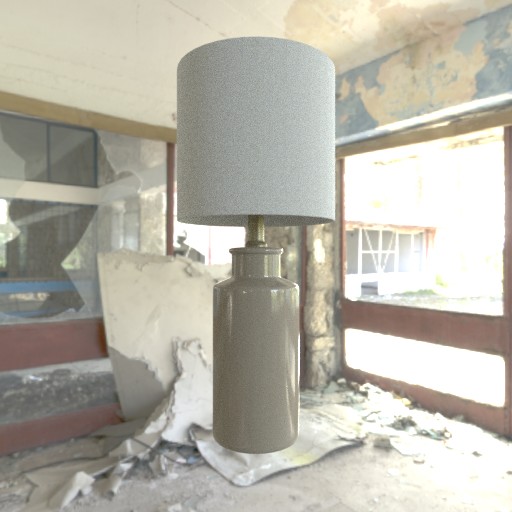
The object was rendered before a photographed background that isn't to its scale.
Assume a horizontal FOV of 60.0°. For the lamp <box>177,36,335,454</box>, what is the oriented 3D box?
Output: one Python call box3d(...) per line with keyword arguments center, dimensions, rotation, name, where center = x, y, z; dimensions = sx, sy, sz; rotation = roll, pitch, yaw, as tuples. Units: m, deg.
box3d(center=(0.000, 0.000, 0.602), dimensions=(0.212, 0.493, 0.212), rotation=(0, 0, -1), name="lamp")
